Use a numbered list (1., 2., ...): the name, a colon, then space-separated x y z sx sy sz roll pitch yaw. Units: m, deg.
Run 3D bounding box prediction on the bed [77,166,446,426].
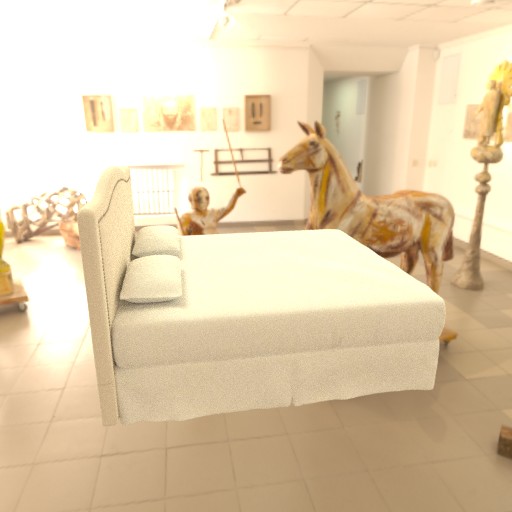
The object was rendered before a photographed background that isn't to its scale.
1. bed: 0.000 0.000 3.494 2.182 1.421 2.083 -3 18 -10
